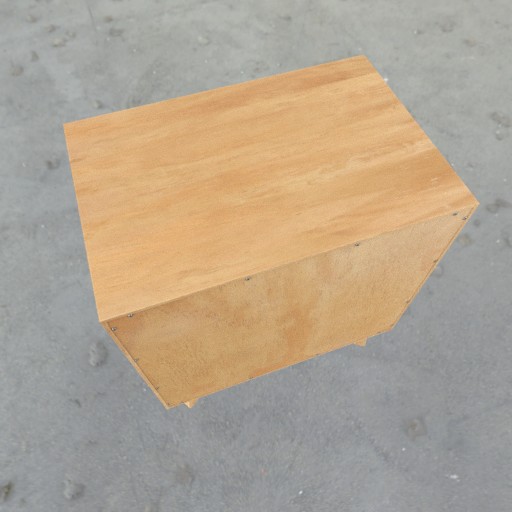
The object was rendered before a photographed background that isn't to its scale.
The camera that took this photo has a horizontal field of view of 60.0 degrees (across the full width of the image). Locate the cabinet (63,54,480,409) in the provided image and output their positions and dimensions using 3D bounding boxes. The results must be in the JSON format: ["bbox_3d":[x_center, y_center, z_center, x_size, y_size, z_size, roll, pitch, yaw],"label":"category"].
[{"bbox_3d":[0.000,0.000,0.949,0.551,0.599,0.394,-17,60,-10],"label":"cabinet"}]
